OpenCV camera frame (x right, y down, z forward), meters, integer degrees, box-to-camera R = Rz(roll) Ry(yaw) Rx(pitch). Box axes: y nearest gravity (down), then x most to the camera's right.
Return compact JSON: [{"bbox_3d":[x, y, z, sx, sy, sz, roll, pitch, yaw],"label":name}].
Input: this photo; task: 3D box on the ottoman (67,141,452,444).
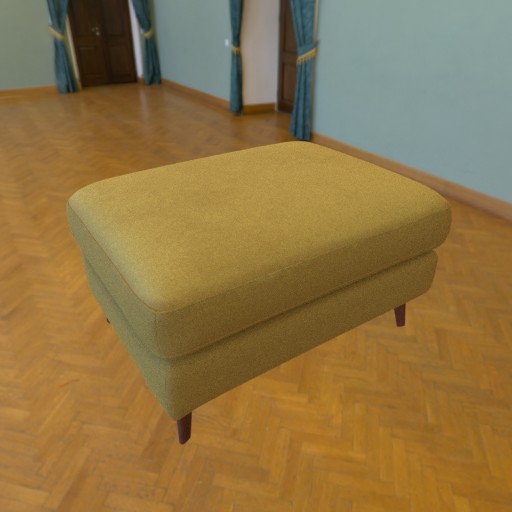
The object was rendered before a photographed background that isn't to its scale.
[{"bbox_3d":[0.000,0.000,1.174,0.811,0.449,0.608,-19,36,-29],"label":"ottoman"}]
